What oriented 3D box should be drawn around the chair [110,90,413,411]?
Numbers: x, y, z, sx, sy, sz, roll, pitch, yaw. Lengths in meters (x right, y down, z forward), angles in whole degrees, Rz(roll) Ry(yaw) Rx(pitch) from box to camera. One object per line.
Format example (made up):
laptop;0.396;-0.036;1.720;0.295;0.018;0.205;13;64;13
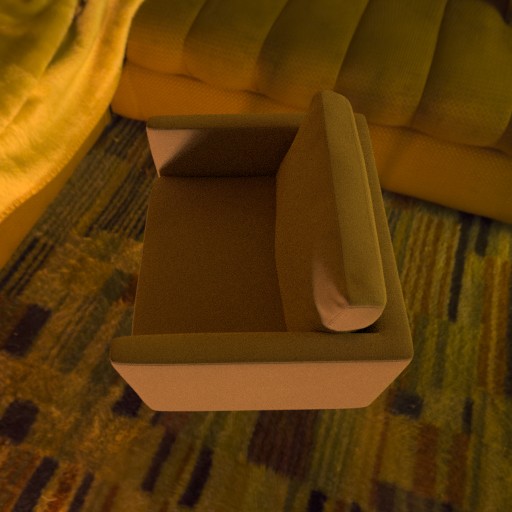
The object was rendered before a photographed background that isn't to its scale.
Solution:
chair;0.000;0.000;1.828;0.959;0.961;1.107;-1;59;0
